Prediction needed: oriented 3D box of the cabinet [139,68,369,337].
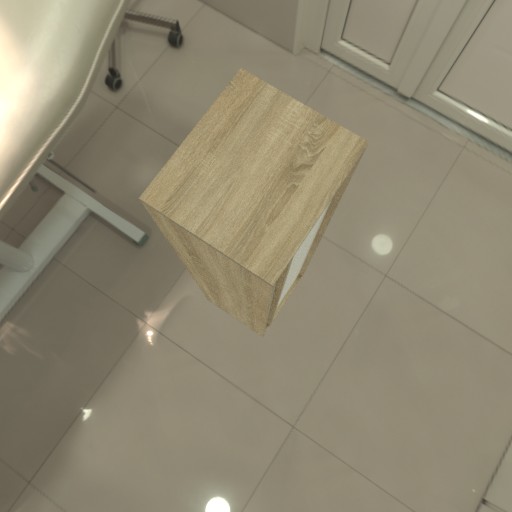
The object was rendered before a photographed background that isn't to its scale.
[{"bbox_3d":[0.000,0.000,2.213,0.450,1.960,0.510,33,78,8],"label":"cabinet"}]
